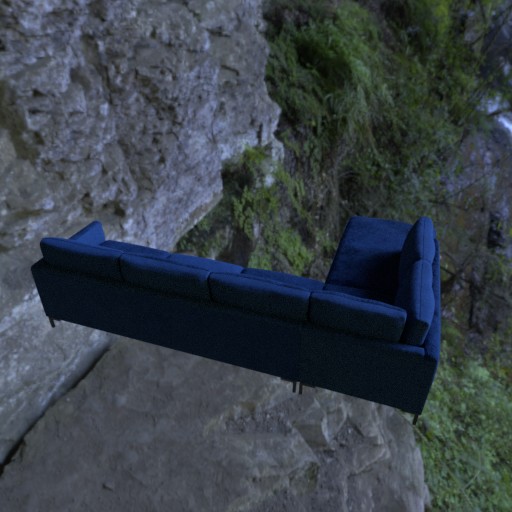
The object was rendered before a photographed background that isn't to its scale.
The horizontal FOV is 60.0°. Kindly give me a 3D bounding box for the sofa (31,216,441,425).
[{"bbox_3d":[0.000,0.000,3.808,2.949,0.815,2.007,11,34,16],"label":"sofa"}]
